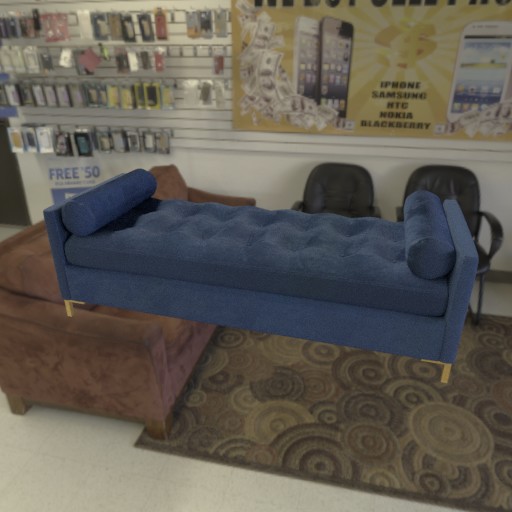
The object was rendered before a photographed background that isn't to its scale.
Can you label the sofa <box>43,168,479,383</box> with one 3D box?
[{"bbox_3d":[0.000,0.000,2.478,2.102,0.705,0.796,7,26,14],"label":"sofa"}]
